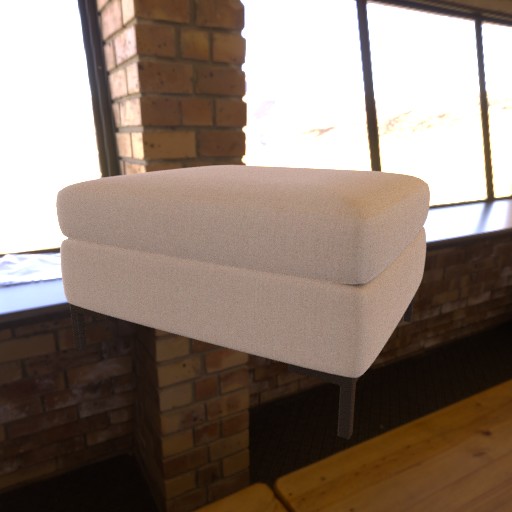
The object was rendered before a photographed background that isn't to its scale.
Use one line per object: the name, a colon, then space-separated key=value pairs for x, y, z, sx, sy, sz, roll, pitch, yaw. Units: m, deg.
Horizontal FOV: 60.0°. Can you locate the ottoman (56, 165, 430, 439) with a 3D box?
ottoman: x=0.000 y=0.000 z=1.192 sx=0.794 sy=0.453 sz=0.657 roll=8 pitch=18 yaw=28
